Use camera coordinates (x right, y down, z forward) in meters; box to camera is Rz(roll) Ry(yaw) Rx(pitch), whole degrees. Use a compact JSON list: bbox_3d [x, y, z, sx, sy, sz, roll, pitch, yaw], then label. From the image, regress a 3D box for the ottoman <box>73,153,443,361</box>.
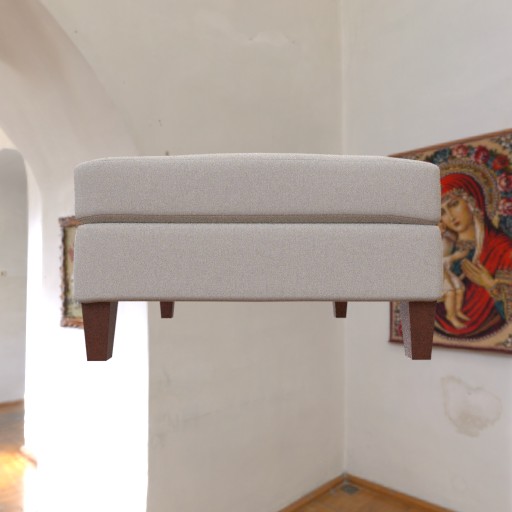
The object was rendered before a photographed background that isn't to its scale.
[{"bbox_3d":[0.000,0.000,1.441,0.836,0.492,0.976,0,-2,-1],"label":"ottoman"}]
